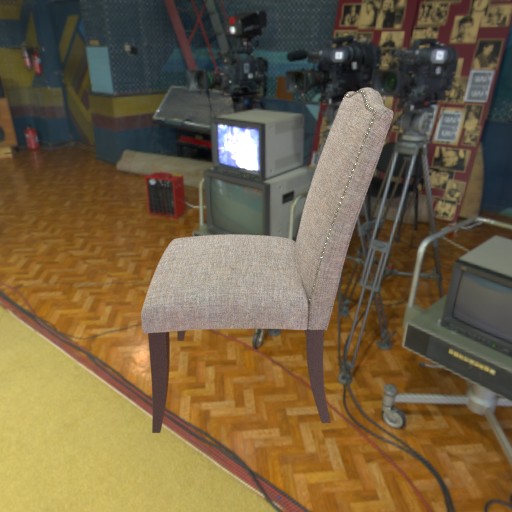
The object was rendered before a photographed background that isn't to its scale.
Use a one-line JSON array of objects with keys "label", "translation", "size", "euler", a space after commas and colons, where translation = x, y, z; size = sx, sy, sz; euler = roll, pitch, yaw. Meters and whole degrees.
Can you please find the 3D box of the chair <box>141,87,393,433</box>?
[{"label": "chair", "translation": [0.000, 0.000, 1.427], "size": [0.660, 1.016, 0.513], "euler": [0, 26, 0]}]
